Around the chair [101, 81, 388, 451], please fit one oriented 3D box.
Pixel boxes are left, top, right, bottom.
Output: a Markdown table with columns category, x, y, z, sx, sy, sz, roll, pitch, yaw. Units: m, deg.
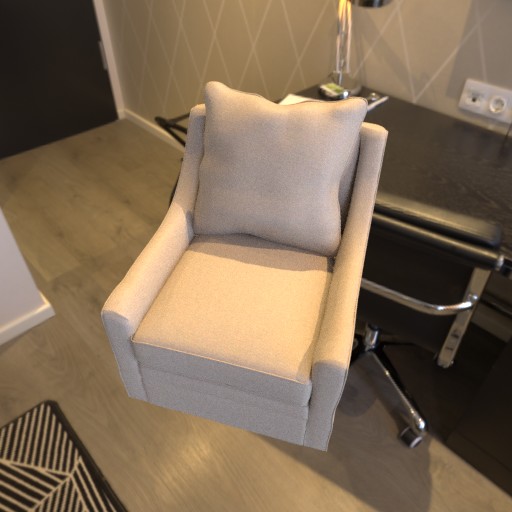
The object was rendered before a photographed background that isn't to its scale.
| category | x | y | z | sx | sy | sz | roll | pitch | yaw |
| --- | --- | --- | --- | --- | --- | --- | --- | --- | --- |
| chair | 0.000 | 0.000 | 1.598 | 0.760 | 0.942 | 0.876 | 11 | 43 | 12 |
